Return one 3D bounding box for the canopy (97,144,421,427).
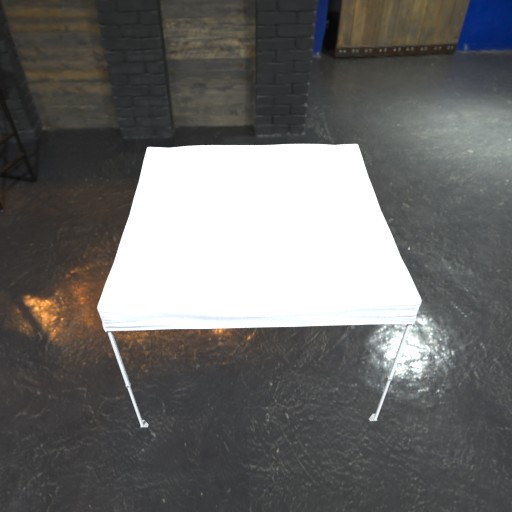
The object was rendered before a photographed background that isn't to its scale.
[{"bbox_3d":[0.000,0.000,5.641,2.998,2.997,2.996,-1,42,-1],"label":"canopy"}]
